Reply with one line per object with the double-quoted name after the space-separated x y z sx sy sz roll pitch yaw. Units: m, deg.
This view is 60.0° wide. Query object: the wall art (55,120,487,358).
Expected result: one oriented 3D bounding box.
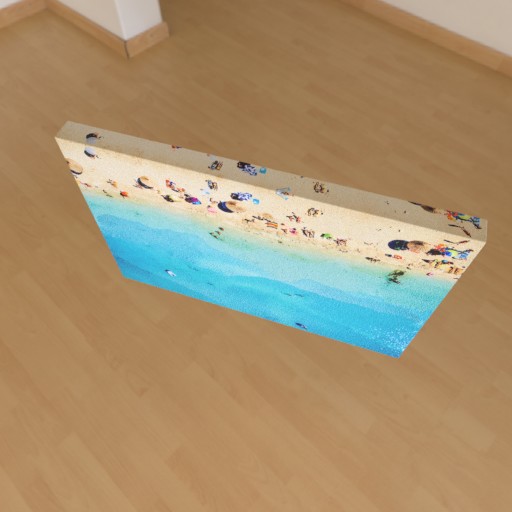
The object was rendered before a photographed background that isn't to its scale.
0.000 0.000 1.140 0.894 0.595 0.057 15 58 10 "wall art"
